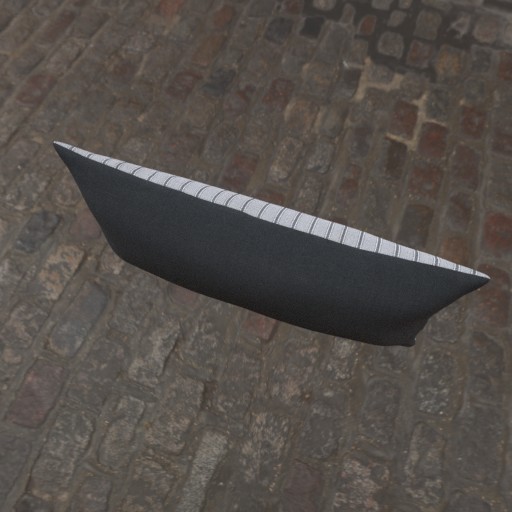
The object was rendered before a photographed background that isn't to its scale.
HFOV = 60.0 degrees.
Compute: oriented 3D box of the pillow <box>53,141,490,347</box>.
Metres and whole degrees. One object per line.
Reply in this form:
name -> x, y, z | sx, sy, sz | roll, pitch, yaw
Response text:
pillow -> 0.000, 0.000, 0.713 | 0.609, 0.305, 0.151 | 18, 65, 8
